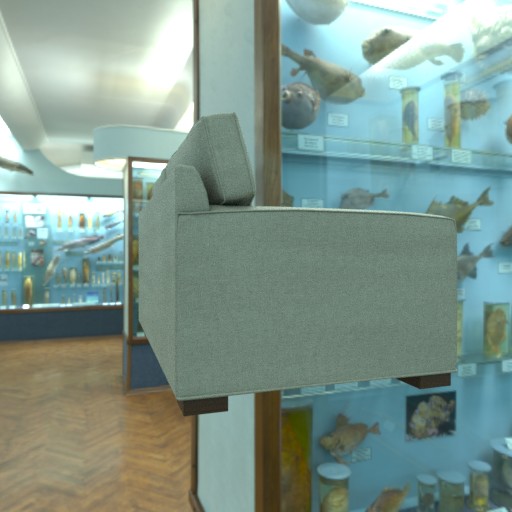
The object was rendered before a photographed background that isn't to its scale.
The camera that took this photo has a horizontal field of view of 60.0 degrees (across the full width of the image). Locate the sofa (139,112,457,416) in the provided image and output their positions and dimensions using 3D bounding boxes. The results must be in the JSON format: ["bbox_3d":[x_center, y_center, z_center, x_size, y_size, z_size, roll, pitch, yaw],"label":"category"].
[{"bbox_3d":[0.000,0.000,2.017,0.940,0.853,1.484,0,0,-19],"label":"sofa"}]
